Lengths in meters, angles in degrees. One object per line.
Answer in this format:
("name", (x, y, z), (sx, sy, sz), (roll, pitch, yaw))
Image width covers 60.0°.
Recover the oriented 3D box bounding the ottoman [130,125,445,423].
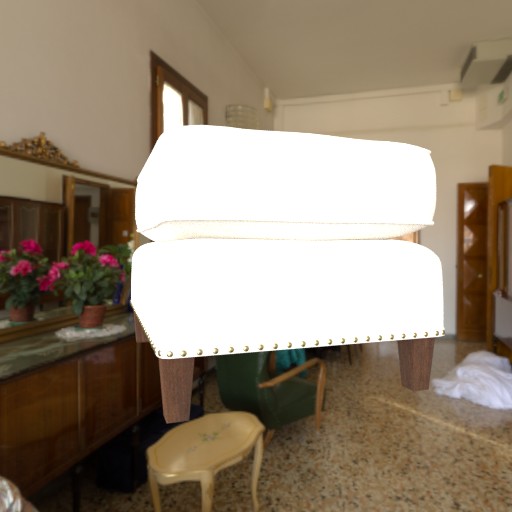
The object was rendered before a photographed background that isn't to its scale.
("ottoman", (0.000, 0.000, 1.143), (0.589, 0.537, 0.738), (0, 1, -19))
